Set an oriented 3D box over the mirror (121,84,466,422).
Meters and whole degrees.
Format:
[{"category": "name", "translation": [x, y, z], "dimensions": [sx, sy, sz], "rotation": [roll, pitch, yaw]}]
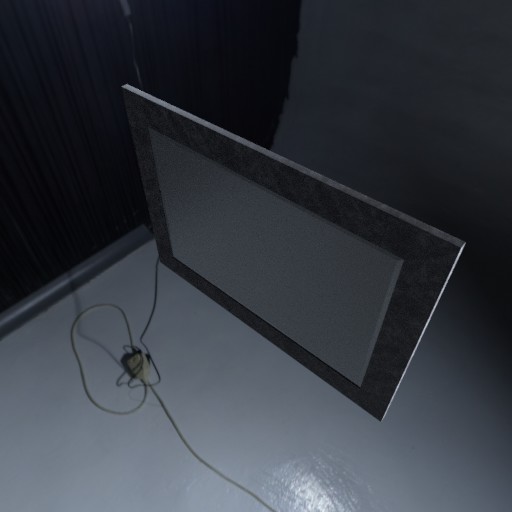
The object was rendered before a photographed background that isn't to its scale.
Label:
[{"category": "mirror", "translation": [0.000, 0.000, 1.424], "dimensions": [1.101, 0.795, 0.022], "rotation": [32, 53, 27]}]
